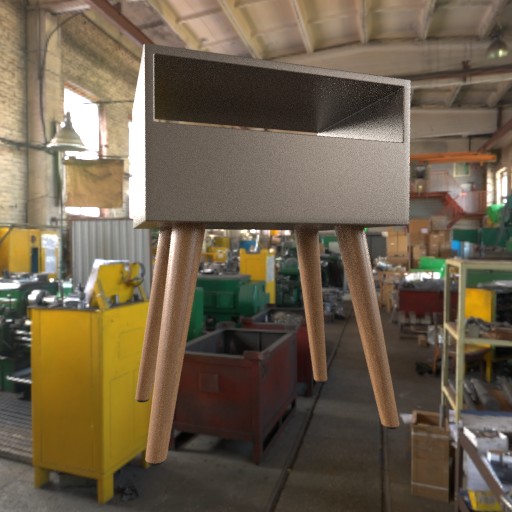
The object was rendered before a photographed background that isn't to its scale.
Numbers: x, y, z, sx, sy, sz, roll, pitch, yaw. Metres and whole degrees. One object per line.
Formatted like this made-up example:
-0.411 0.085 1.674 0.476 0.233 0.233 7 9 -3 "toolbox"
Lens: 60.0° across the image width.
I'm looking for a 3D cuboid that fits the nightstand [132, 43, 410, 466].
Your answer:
0.000 0.000 0.718 0.370 0.508 0.288 0 2 -18 "nightstand"
